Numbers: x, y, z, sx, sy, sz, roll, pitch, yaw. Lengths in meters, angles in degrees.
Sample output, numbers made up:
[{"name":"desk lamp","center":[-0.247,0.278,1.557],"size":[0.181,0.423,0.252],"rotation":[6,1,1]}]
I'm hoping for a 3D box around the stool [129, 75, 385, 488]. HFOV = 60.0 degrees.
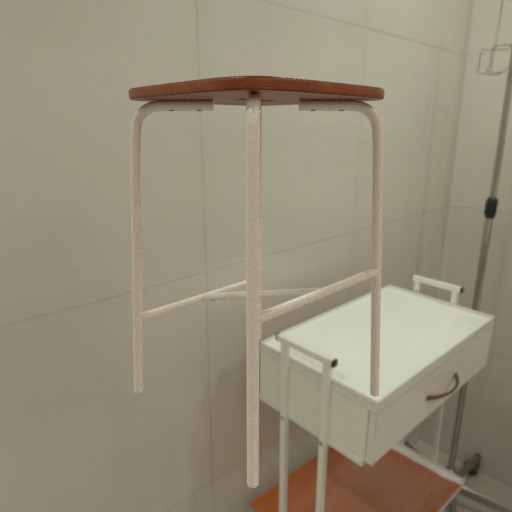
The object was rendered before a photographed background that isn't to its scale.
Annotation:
[{"name":"stool","center":[0.000,0.000,0.865],"size":[0.376,0.610,0.376],"rotation":[-15,22,-42]}]
